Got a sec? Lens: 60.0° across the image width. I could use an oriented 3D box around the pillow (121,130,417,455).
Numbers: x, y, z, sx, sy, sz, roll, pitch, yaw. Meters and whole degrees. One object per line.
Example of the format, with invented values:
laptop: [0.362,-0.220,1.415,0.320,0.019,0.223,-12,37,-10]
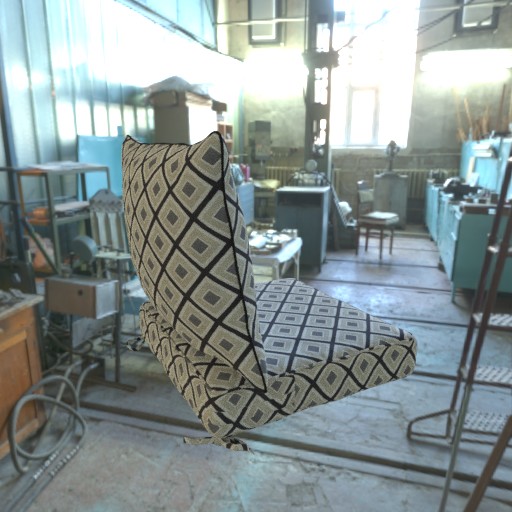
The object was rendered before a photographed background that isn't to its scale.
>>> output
pillow: [0.000,0.000,1.355,0.733,0.722,0.798,-8,16,-27]
